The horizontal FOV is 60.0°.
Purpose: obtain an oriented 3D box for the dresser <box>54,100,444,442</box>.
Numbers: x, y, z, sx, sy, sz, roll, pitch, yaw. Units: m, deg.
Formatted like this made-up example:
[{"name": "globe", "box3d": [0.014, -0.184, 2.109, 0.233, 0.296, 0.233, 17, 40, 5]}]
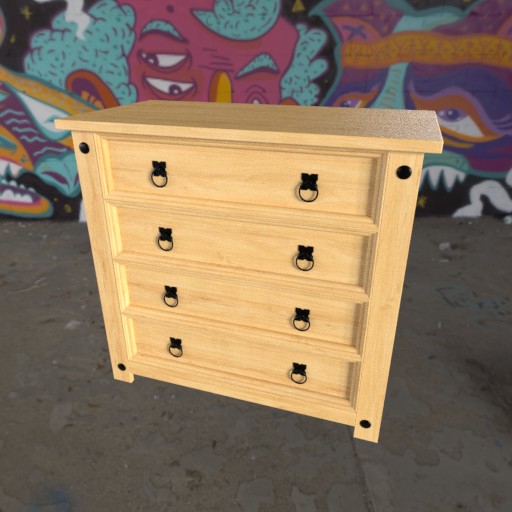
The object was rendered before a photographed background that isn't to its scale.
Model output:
[{"name": "dresser", "box3d": [0.000, 0.000, 1.192, 0.800, 0.730, 0.410, 8, 26, 16]}]
